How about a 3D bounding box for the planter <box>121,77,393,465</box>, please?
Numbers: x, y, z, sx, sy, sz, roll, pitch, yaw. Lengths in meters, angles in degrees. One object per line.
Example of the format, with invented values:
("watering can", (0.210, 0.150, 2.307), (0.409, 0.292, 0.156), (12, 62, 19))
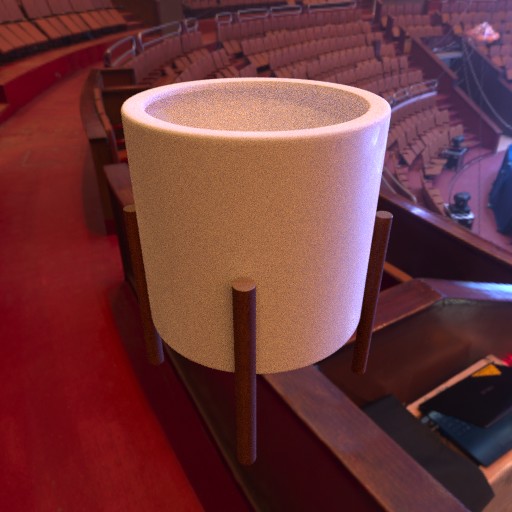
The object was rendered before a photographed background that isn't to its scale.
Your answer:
("planter", (0.000, 0.000, 0.856), (0.420, 0.581, 0.421), (-22, 38, -32))
